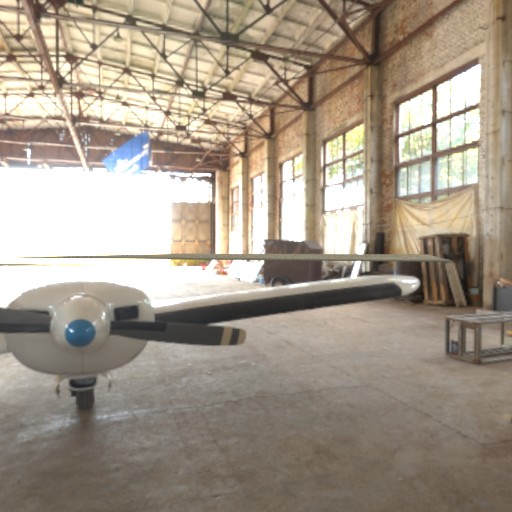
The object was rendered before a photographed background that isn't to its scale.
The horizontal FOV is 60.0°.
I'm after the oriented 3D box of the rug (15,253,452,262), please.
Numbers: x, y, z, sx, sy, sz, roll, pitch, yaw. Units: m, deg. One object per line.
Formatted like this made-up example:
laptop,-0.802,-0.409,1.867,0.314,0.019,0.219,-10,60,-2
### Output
rug,0.000,0.000,3.921,2.980,0.012,2.363,0,1,19
